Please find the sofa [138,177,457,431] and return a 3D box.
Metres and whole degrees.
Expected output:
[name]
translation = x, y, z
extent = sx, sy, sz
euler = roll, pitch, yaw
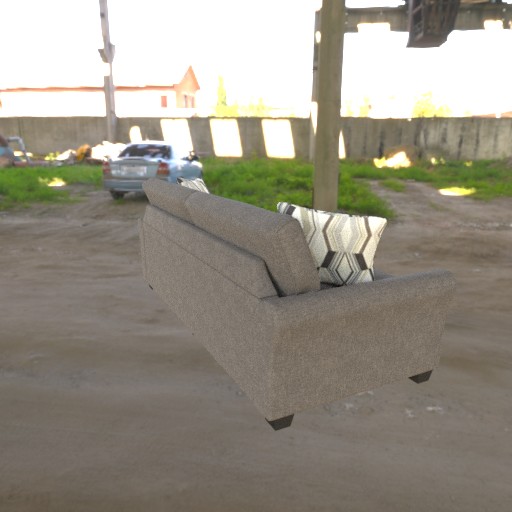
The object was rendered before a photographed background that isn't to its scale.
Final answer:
[sofa]
translation = 0.000, 0.000, 2.542
extent = 0.889, 0.813, 2.032
euler = -7, 16, -26
